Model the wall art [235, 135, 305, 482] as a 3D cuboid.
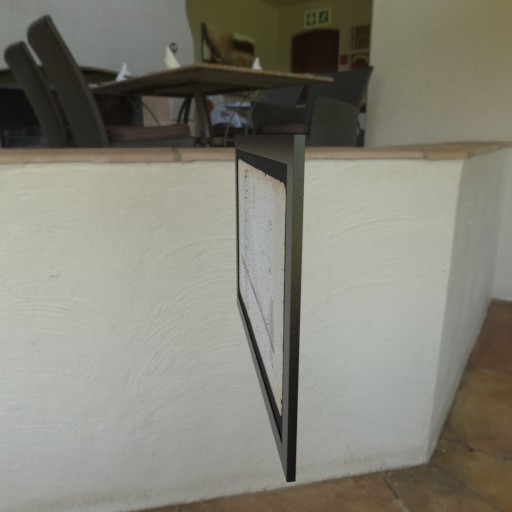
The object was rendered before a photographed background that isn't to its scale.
[{"bbox_3d":[0.000,0.000,0.848,0.013,0.447,0.660,-2,15,-8],"label":"wall art"}]
